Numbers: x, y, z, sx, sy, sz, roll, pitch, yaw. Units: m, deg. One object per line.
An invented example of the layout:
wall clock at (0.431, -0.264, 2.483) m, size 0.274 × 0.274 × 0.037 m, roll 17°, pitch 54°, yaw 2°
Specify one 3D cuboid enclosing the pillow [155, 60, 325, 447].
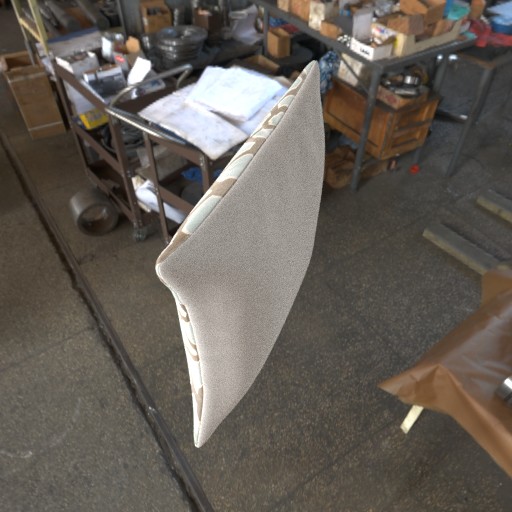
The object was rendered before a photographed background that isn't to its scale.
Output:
pillow at (0.000, 0.000, 0.814) m, size 0.166 × 0.508 × 0.552 m, roll 17°, pitch 49°, yaw 15°
